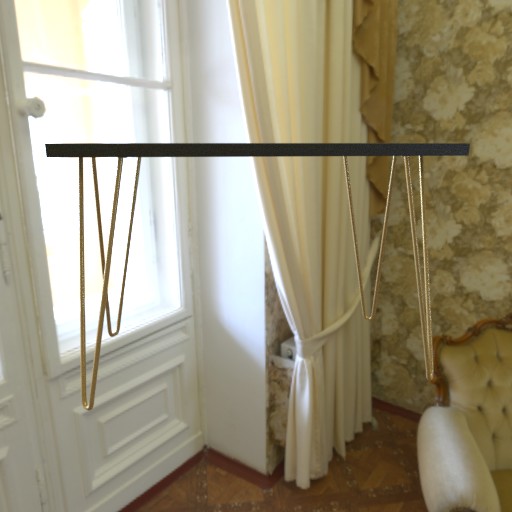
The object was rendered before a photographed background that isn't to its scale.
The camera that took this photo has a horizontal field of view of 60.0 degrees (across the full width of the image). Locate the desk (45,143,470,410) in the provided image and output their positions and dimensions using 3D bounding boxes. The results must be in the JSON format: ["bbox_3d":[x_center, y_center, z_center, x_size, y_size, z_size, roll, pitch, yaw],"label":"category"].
[{"bbox_3d":[0.000,0.000,1.339,0.991,0.660,0.499,-2,15,-9],"label":"desk"}]
